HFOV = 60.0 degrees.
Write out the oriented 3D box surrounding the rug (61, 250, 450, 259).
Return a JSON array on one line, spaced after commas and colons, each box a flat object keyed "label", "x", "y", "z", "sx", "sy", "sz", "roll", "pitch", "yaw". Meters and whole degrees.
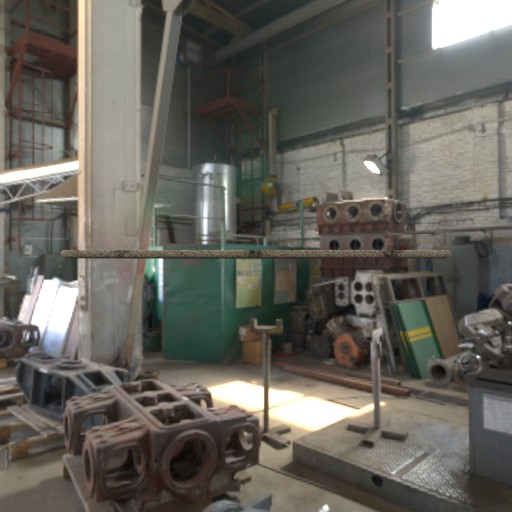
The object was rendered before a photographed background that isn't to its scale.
[{"label": "rug", "x": 0.000, "y": 0.000, "z": 2.148, "sx": 1.200, "sy": 0.025, "sz": 1.600, "roll": 0, "pitch": 0, "yaw": 0}]
